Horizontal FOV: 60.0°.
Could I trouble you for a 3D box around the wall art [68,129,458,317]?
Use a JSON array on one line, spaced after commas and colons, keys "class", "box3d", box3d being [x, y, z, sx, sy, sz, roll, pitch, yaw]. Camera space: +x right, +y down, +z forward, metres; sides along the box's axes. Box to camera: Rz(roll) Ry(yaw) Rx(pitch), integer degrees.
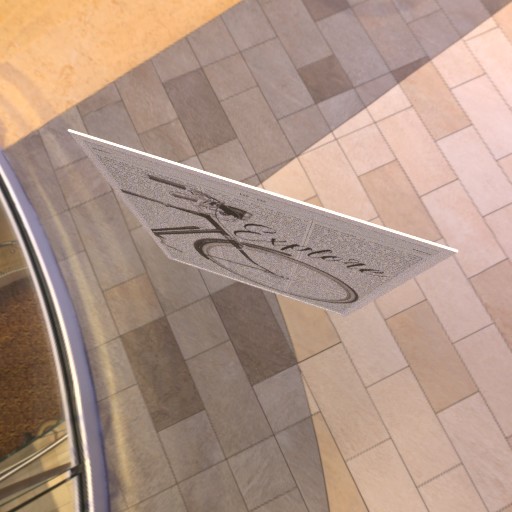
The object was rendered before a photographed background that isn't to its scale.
[{"class": "wall art", "box3d": [0.000, 0.000, 0.789, 0.457, 0.610, 0.003, 18, 76, 4]}]
